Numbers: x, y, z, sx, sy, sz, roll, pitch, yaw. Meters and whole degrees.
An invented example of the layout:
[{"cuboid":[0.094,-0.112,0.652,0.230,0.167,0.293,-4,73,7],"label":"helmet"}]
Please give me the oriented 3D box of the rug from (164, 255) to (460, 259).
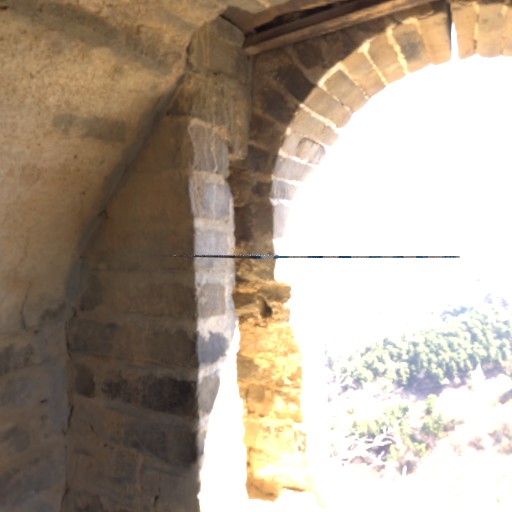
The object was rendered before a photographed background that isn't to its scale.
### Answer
[{"cuboid":[0.000,0.000,1.655,0.503,0.007,1.492,0,0,-19],"label":"rug"}]
